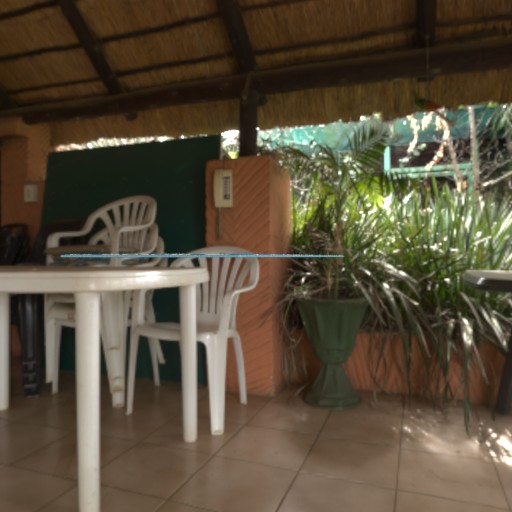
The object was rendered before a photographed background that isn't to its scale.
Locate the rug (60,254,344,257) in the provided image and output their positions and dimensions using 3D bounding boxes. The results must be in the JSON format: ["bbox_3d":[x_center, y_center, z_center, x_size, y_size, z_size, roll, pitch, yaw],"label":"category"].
[{"bbox_3d":[0.000,0.000,2.442,0.662,0.011,2.196,0,0,19],"label":"rug"}]
